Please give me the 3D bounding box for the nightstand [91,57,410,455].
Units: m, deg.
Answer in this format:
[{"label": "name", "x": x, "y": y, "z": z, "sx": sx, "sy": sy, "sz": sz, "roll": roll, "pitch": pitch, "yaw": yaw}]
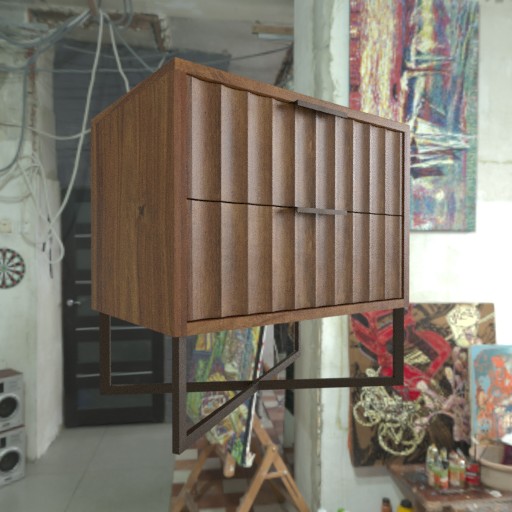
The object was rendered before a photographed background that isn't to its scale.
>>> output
[{"label": "nightstand", "x": 0.000, "y": 0.000, "z": 1.020, "sx": 0.613, "sy": 0.615, "sz": 0.427, "roll": -1, "pitch": 1, "yaw": -37}]
